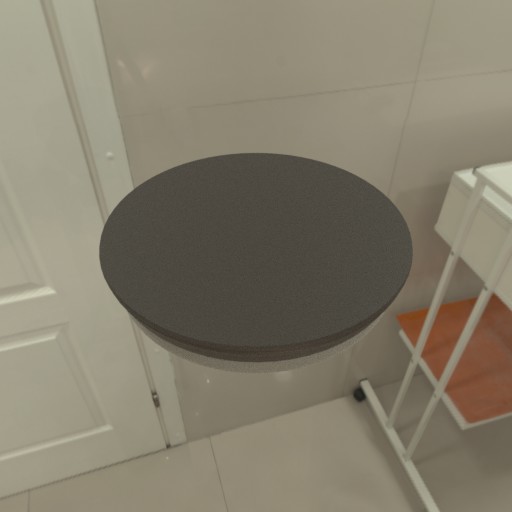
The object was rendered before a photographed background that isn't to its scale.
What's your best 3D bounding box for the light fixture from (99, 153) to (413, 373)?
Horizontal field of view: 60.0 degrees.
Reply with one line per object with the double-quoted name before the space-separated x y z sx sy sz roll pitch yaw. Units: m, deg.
"light fixture" 0.000 0.000 0.568 0.368 0.100 0.368 0 41 0
